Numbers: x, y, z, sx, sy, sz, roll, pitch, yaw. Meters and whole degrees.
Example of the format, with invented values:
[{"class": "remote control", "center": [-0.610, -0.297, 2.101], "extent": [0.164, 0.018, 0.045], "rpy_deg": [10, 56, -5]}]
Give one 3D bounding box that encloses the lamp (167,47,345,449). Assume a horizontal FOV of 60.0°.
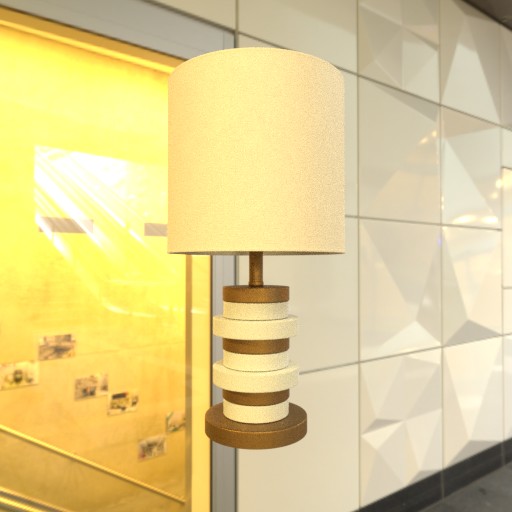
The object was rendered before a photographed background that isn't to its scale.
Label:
[{"class": "lamp", "center": [0.000, 0.000, 0.531], "extent": [0.210, 0.410, 0.210], "rpy_deg": [-1, -1, 35]}]
